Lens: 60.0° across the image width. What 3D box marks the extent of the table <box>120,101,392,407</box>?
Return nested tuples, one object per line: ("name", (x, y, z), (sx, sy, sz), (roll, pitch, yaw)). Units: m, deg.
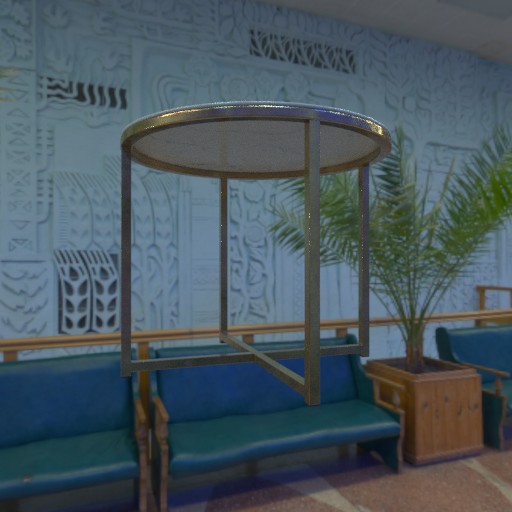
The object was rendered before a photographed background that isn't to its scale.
("table", (0.000, 0.000, 0.852), (0.500, 0.420, 0.500), (0, 0, 0))
